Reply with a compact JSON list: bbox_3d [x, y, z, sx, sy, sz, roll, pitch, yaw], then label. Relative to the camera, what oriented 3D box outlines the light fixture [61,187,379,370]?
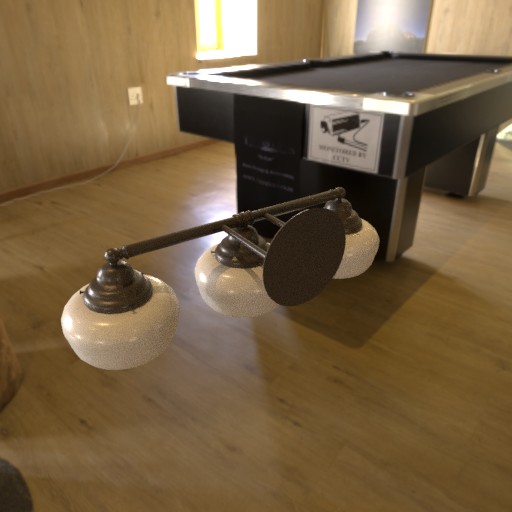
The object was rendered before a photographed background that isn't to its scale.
[{"bbox_3d":[0.000,0.000,0.702,0.587,0.242,0.239,-18,34,-30],"label":"light fixture"}]
